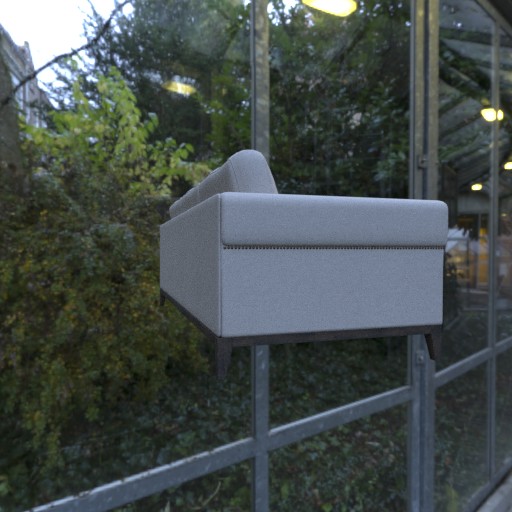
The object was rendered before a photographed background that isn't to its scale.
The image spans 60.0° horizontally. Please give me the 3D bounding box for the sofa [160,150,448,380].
[{"bbox_3d":[0.000,0.000,2.713,0.959,0.838,2.210,0,1,-17],"label":"sofa"}]
